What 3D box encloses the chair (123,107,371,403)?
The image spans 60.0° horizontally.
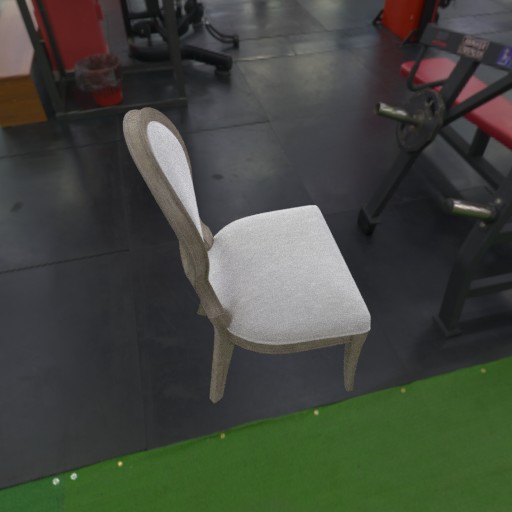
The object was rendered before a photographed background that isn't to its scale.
[{"bbox_3d":[0.000,0.000,1.374,0.602,0.990,0.558,-9,47,-8],"label":"chair"}]
